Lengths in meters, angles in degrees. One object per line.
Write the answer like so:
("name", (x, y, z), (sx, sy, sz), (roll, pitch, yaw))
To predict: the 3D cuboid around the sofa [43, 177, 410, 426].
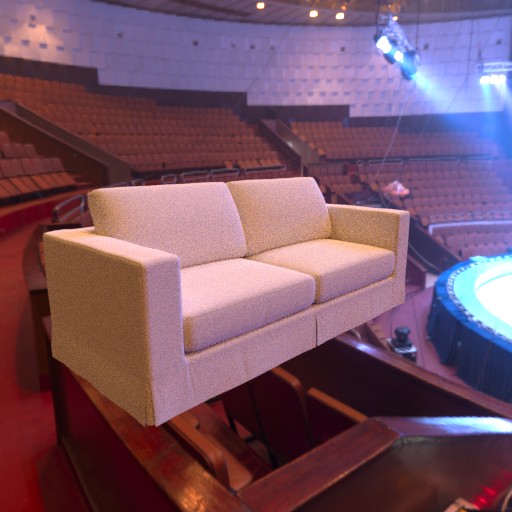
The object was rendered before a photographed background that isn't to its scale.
("sofa", (0.000, 0.000, 2.696), (0.954, 0.881, 2.163), (12, 18, 43))
